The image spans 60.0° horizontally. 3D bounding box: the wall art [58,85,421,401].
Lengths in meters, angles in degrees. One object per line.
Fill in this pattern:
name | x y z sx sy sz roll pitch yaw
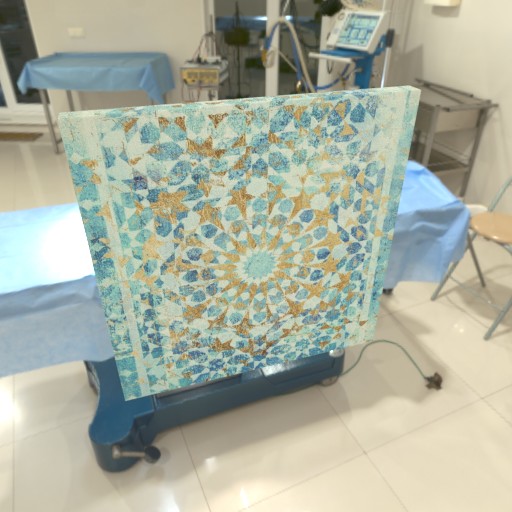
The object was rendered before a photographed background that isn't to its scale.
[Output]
wall art | 0.000 0.000 0.893 0.609 0.609 0.040 -10 34 -15
